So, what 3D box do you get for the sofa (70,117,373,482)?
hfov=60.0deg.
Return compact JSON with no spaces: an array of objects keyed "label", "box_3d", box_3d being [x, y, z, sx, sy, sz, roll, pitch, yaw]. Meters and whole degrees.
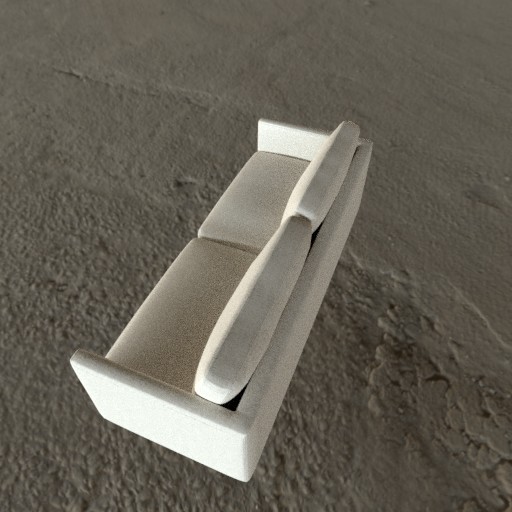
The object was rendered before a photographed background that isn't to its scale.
[{"label":"sofa","box_3d":[0.000,0.000,2.914,0.948,0.965,2.434,17,50,15]}]
